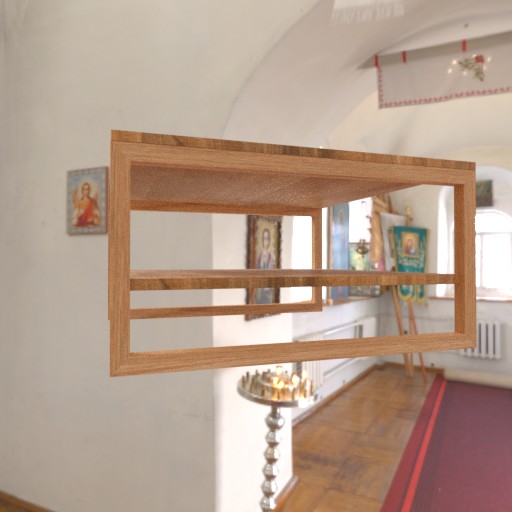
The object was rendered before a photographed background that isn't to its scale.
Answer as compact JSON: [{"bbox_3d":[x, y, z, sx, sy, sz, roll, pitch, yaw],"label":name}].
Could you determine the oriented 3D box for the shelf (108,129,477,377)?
[{"bbox_3d":[0.000,0.000,1.427,0.899,0.480,0.899,0,-1,-19],"label":"shelf"}]
